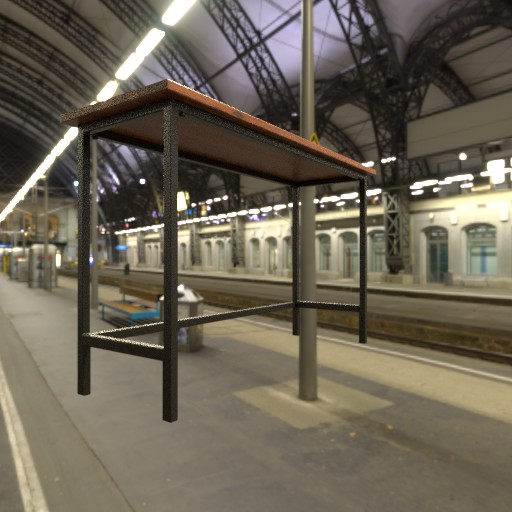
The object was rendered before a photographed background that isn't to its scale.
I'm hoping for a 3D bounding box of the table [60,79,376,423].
[{"bbox_3d":[0.000,0.000,1.535,0.408,0.740,1.204,0,0,36],"label":"table"}]
